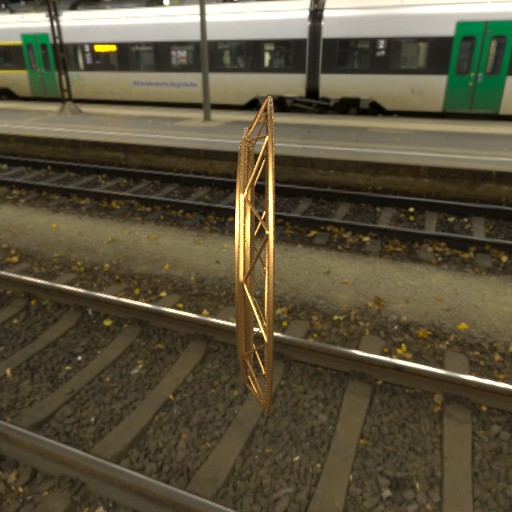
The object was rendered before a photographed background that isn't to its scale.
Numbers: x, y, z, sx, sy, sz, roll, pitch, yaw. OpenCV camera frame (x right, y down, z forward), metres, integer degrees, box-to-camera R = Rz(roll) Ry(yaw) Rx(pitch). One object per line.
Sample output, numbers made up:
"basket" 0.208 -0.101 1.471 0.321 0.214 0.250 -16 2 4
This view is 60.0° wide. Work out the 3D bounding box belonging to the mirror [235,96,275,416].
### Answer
"mirror" 0.000 0.000 0.668 0.043 0.454 0.454 0 24 1
